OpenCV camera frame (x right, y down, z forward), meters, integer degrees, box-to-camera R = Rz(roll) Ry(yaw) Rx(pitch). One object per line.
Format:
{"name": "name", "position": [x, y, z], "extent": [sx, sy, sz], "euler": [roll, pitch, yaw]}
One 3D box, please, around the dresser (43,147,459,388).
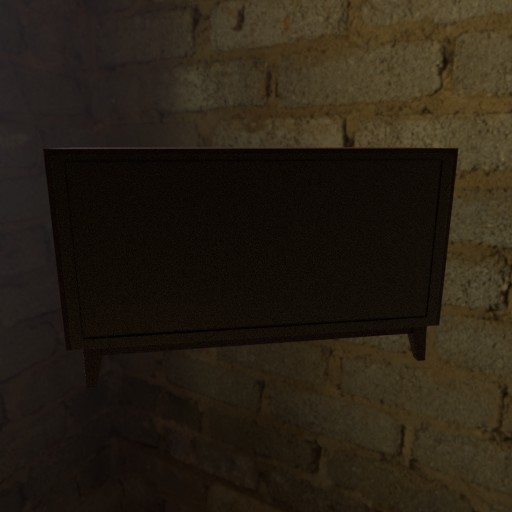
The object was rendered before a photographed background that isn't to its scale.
{"name": "dresser", "position": [0.000, 0.000, 2.049], "extent": [1.609, 0.971, 0.499], "euler": [-2, 14, -9]}
